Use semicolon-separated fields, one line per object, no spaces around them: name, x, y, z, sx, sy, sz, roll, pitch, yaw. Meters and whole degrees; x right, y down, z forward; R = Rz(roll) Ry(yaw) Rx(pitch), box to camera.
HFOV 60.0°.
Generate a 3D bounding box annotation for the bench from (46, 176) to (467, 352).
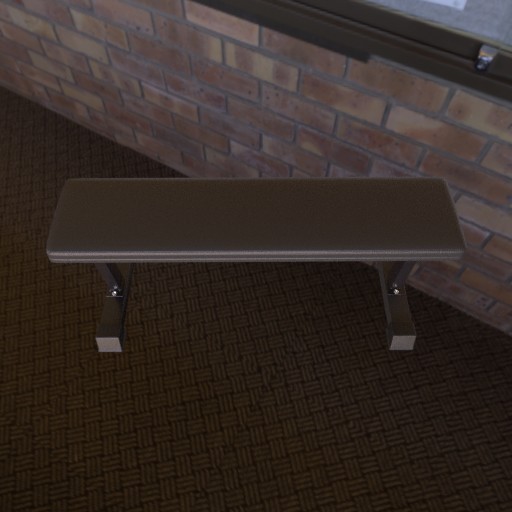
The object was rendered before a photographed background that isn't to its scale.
bench;0.000;0.000;1.348;1.072;0.453;0.439;0;58;0
